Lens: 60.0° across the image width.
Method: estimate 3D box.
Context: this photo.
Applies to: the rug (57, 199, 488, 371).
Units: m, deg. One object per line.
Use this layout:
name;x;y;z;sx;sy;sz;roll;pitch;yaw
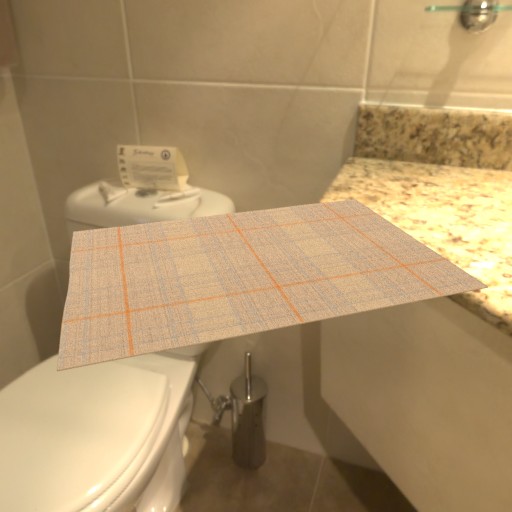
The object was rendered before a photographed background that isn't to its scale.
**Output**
rug;0.000;0.000;2.283;1.825;0.015;1.232;-8;28;-16
